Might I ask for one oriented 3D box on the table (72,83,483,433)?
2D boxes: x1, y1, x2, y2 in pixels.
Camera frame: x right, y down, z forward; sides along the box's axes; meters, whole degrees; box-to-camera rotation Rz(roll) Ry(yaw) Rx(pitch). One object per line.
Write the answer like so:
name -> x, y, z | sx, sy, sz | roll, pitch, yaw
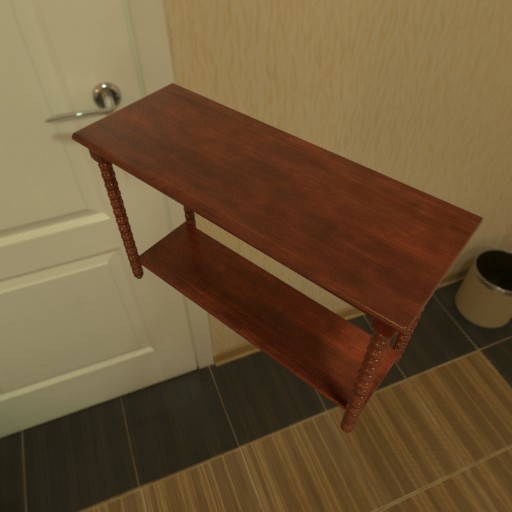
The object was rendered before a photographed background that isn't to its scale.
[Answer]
table -> 0.000, 0.000, 1.570 | 1.184, 0.740, 0.459 | 31, 55, 25
